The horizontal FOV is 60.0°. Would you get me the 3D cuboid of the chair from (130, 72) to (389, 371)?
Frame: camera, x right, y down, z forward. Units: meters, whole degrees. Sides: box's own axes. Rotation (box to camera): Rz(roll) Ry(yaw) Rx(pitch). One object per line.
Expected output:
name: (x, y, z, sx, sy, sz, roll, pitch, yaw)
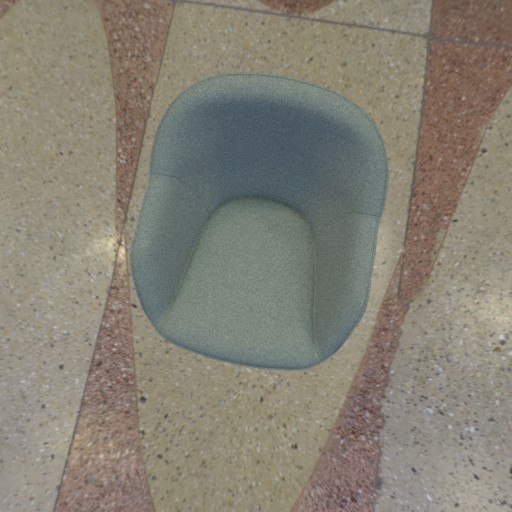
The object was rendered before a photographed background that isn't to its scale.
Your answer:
chair: (0.000, 0.000, 1.265, 0.589, 0.810, 0.611, 11, 76, 3)
